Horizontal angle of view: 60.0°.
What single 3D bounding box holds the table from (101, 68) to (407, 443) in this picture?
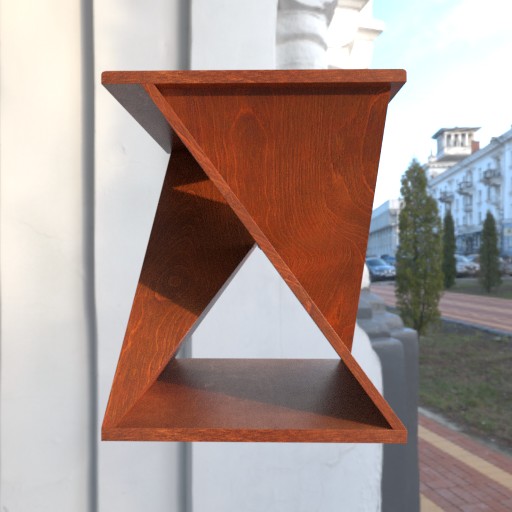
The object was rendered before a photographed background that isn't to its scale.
[{"bbox_3d":[0.000,0.000,0.832,0.427,0.520,0.427,0,0,1],"label":"table"}]
